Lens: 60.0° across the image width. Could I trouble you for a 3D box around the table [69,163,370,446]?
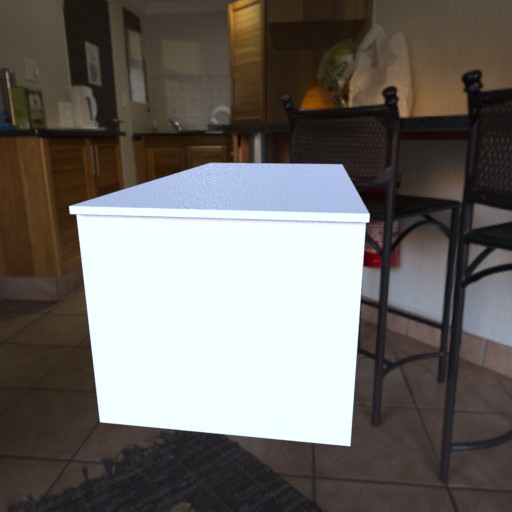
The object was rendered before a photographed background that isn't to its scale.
[{"bbox_3d":[0.000,0.000,1.257,0.500,0.441,1.000,2,16,8],"label":"table"}]
